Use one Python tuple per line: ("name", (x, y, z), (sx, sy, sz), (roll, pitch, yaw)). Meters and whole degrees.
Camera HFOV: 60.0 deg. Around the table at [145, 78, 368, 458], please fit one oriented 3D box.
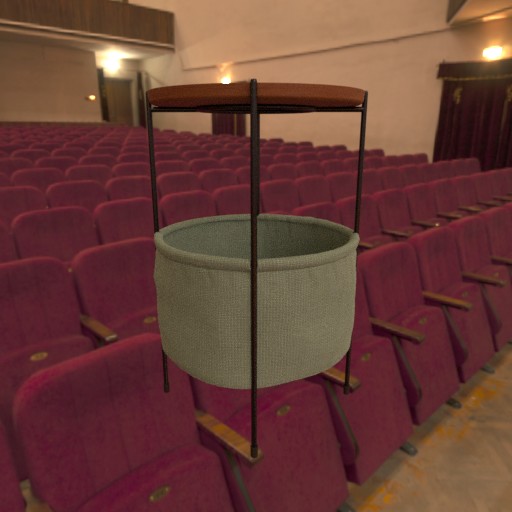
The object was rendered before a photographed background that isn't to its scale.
("table", (0.000, 0.000, 0.890), (0.400, 0.623, 0.400), (-15, 22, -42))
